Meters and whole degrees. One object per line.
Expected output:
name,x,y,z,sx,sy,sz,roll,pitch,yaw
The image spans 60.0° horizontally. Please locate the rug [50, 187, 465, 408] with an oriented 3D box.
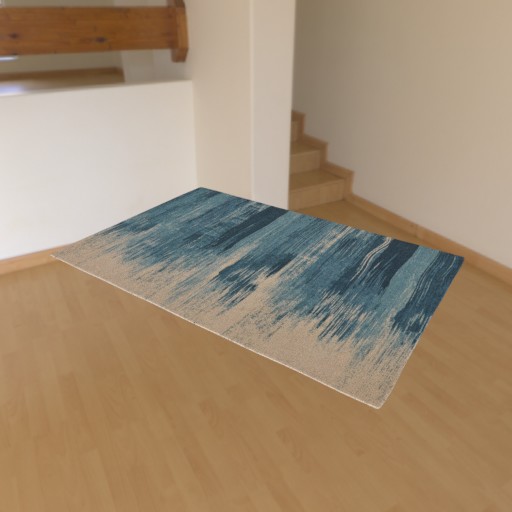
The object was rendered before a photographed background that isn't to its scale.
rug,0.000,0.000,2.342,1.836,0.009,1.232,19,34,30
